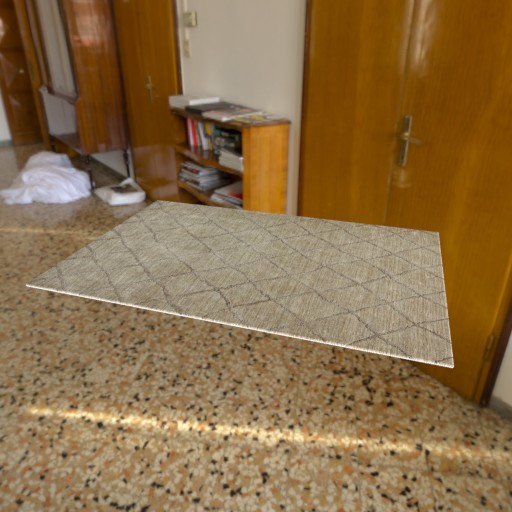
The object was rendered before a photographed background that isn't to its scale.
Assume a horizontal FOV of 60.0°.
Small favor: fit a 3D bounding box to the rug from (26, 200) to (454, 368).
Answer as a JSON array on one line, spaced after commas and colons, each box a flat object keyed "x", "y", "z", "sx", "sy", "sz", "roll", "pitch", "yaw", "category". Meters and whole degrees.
[{"x": 0.000, "y": 0.000, "z": 2.869, "sx": 2.280, "sy": 0.015, "sz": 1.521, "roll": 8, "pitch": 28, "yaw": 16, "category": "rug"}]
